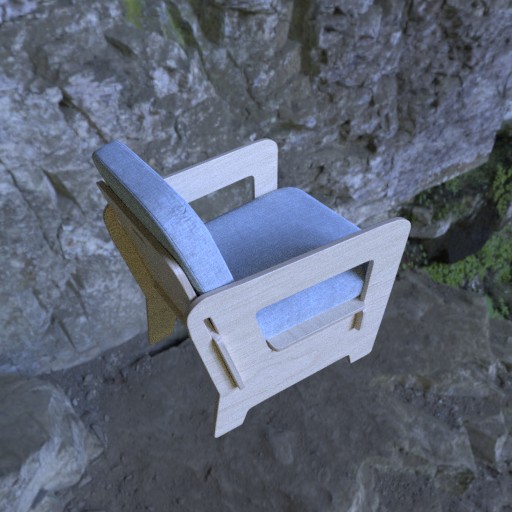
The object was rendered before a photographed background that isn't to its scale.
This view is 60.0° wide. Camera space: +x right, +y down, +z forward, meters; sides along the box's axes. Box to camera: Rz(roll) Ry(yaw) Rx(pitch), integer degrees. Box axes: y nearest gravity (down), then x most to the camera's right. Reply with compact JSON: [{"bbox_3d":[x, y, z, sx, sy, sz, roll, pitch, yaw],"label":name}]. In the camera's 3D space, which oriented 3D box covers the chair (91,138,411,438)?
[{"bbox_3d":[0.000,0.000,1.318,0.710,0.800,0.590,-25,46,-27],"label":"chair"}]
